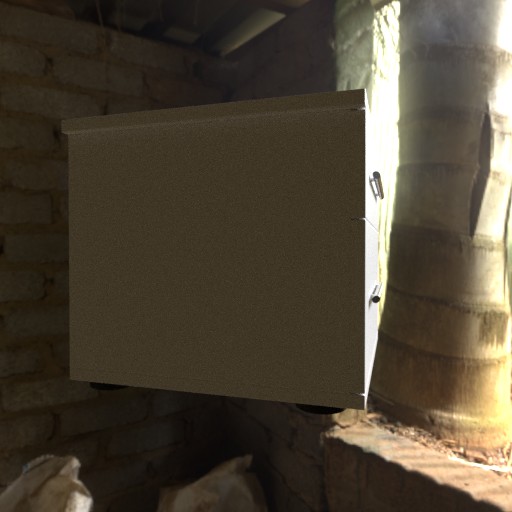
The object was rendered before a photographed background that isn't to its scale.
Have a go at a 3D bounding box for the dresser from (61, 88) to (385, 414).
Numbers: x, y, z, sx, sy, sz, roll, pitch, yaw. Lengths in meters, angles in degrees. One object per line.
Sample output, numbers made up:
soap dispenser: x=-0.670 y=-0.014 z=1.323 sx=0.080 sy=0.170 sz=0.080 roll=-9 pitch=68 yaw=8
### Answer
dresser: x=0.000 y=0.000 z=0.728 sx=0.400 sy=0.360 sz=0.430 roll=0 pitch=1 yaw=17
